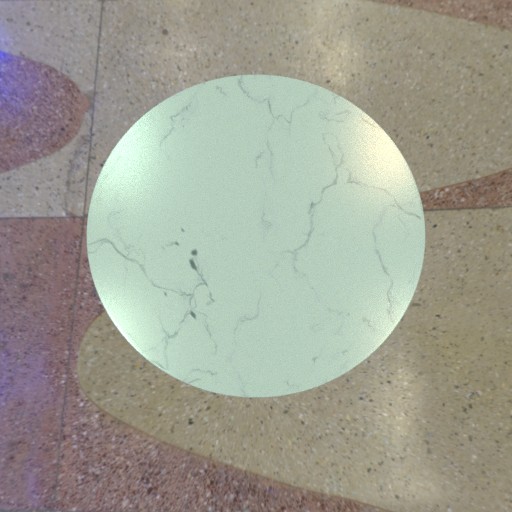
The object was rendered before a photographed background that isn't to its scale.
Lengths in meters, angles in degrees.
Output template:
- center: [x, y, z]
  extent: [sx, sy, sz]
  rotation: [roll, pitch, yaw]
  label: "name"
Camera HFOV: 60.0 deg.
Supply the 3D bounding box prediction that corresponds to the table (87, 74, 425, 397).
- center: [0.000, 0.000, 0.859]
  extent: [0.500, 0.420, 0.500]
  rotation: [0, 76, 0]
  label: "table"
